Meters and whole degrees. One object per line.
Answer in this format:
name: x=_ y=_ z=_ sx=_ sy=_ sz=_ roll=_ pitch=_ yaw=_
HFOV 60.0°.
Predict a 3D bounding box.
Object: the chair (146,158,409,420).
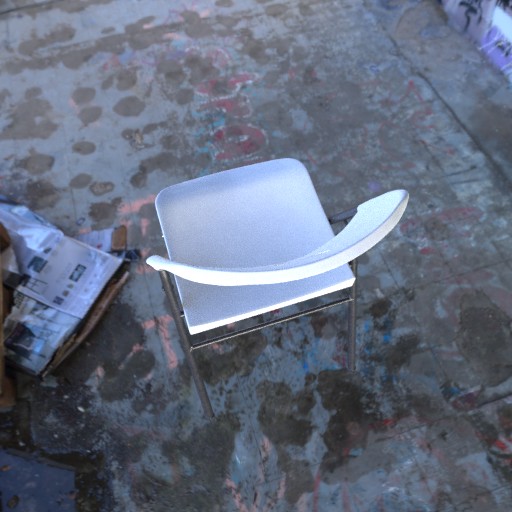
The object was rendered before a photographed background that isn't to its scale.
chair: x=0.000 y=0.000 z=1.150 sx=0.494 sy=0.810 sz=0.566 roll=-16 pitch=60 yaw=-9
